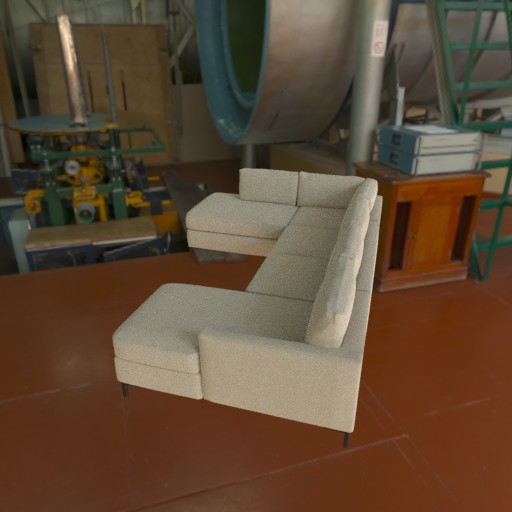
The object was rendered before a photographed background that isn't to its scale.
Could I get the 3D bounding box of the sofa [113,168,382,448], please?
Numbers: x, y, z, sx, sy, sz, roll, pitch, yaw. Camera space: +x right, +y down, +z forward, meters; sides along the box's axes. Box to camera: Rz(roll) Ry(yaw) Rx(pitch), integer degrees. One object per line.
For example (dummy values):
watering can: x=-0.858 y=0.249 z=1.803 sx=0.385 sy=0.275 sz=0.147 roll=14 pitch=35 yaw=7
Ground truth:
sofa: x=0.000 y=0.000 z=3.829 sx=1.989 sy=0.862 sz=2.984 roll=7 pitch=26 yaw=15
